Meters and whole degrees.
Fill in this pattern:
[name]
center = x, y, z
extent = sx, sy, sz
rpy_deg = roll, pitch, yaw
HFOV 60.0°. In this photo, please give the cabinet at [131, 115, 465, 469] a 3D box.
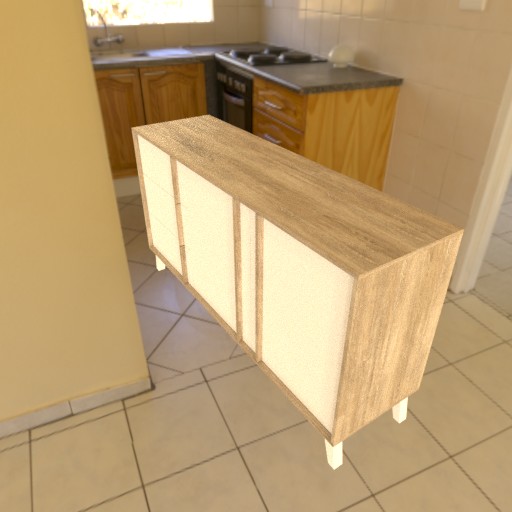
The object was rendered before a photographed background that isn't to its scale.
[cabinet]
center = 0.000, 0.000, 2.035
extent = 0.450, 0.870, 1.600
rpy_deg = -20, 37, -28
